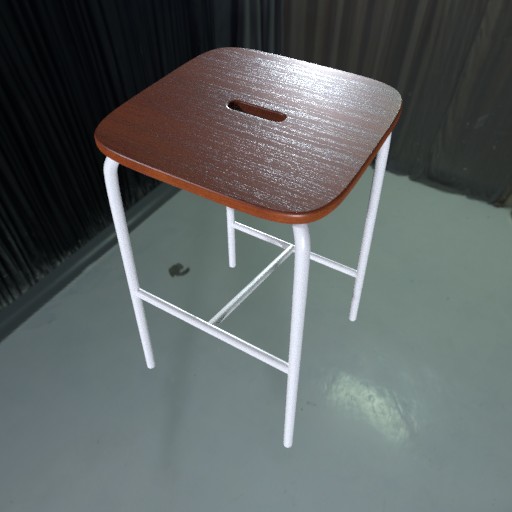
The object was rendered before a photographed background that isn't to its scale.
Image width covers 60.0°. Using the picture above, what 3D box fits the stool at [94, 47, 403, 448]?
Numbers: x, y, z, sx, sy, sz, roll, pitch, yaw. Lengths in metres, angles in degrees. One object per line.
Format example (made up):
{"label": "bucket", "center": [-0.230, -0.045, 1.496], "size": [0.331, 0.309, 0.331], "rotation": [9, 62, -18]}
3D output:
{"label": "stool", "center": [0.000, 0.000, 0.854], "size": [0.376, 0.610, 0.376], "rotation": [23, 52, 20]}
